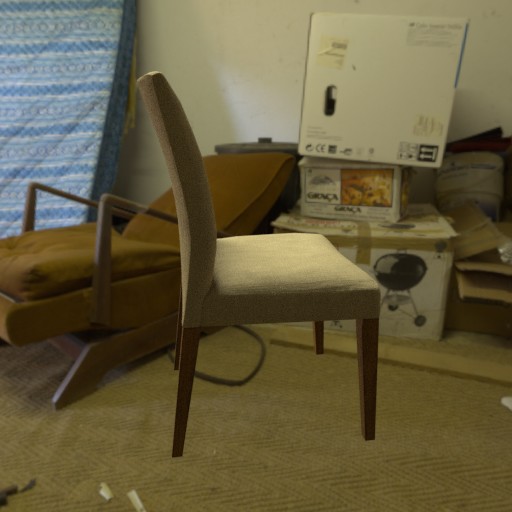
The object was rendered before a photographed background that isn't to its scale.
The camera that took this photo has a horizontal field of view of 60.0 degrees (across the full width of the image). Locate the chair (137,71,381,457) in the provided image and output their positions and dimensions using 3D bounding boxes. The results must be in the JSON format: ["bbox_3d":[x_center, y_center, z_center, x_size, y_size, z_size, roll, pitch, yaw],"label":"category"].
[{"bbox_3d":[0.000,0.000,1.270,0.585,0.940,0.496,-3,18,-9],"label":"chair"}]
